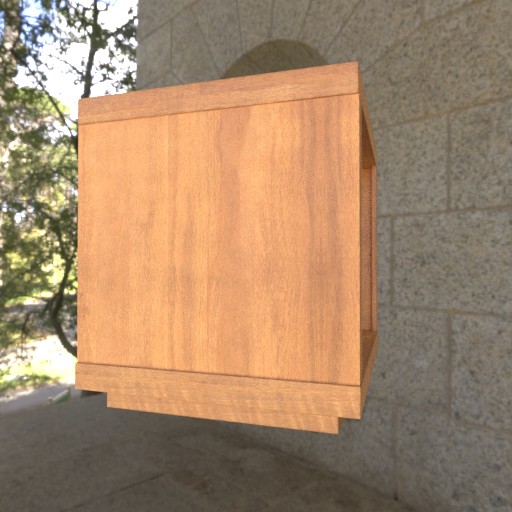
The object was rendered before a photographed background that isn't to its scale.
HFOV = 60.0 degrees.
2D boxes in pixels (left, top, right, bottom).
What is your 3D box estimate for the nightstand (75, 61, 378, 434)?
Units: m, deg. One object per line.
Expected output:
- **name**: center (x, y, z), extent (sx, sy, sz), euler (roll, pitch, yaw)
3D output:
- **nightstand**: center (0.000, 0.000, 0.861), extent (0.436, 0.491, 0.493), euler (0, -1, 18)
